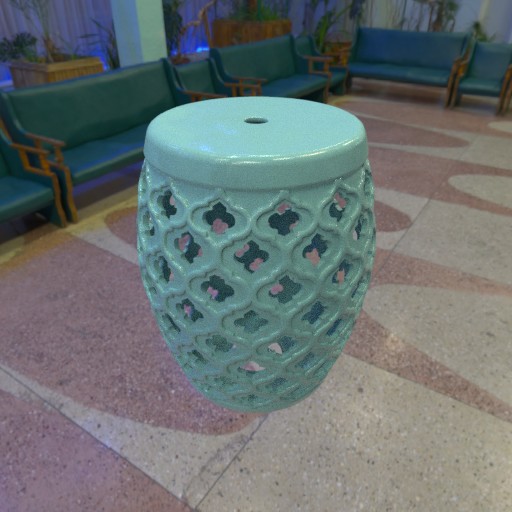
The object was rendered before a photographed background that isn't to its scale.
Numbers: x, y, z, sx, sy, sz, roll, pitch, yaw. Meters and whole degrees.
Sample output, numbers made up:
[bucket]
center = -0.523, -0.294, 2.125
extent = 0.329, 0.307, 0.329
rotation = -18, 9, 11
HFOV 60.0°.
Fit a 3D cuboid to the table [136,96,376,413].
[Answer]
[table]
center = 0.000, 0.000, 0.638
extent = 0.325, 0.388, 0.325
rotation = 0, 33, 0
